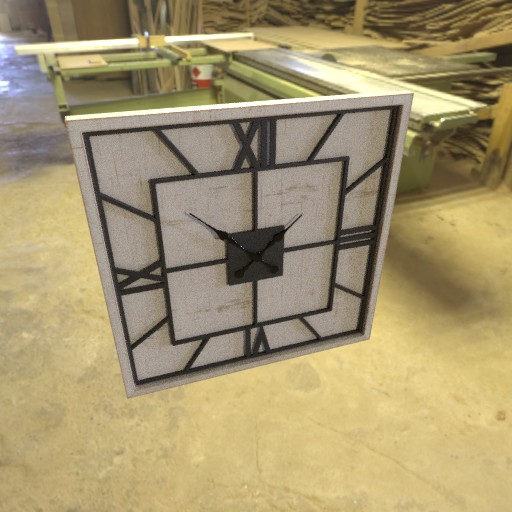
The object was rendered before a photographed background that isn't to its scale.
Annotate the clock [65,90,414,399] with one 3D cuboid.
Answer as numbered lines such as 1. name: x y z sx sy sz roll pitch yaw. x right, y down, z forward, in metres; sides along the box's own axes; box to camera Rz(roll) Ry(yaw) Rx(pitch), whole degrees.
1. clock: 0.000 0.000 1.056 0.705 0.705 0.032 -10 33 -15
